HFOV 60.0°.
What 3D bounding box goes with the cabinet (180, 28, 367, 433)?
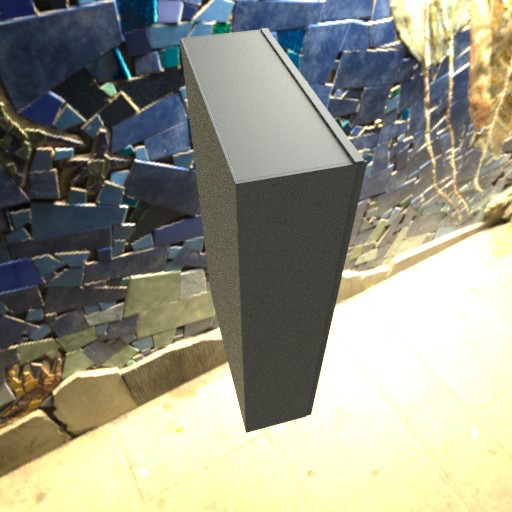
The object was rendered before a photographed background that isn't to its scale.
[{"bbox_3d":[0.000,0.000,2.712,0.480,2.160,1.250,-11,48,-10],"label":"cabinet"}]
